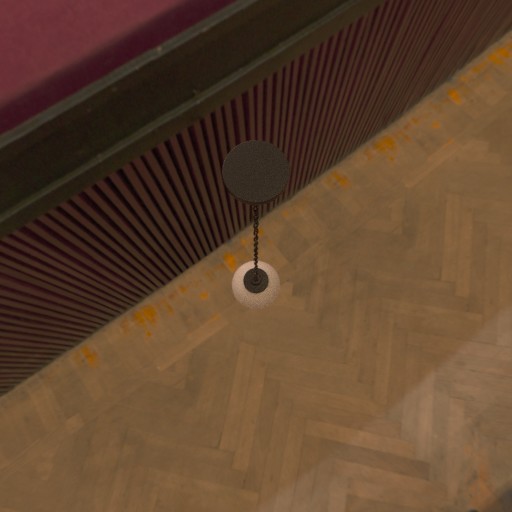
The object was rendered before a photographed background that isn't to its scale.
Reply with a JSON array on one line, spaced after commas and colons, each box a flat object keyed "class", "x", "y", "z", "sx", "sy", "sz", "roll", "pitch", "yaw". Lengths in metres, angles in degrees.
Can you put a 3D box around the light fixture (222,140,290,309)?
[{"class": "light fixture", "x": 0.000, "y": 0.000, "z": 2.034, "sx": 0.304, "sy": 1.867, "sz": 0.305, "roll": -33, "pitch": 79, "yaw": -7}]
